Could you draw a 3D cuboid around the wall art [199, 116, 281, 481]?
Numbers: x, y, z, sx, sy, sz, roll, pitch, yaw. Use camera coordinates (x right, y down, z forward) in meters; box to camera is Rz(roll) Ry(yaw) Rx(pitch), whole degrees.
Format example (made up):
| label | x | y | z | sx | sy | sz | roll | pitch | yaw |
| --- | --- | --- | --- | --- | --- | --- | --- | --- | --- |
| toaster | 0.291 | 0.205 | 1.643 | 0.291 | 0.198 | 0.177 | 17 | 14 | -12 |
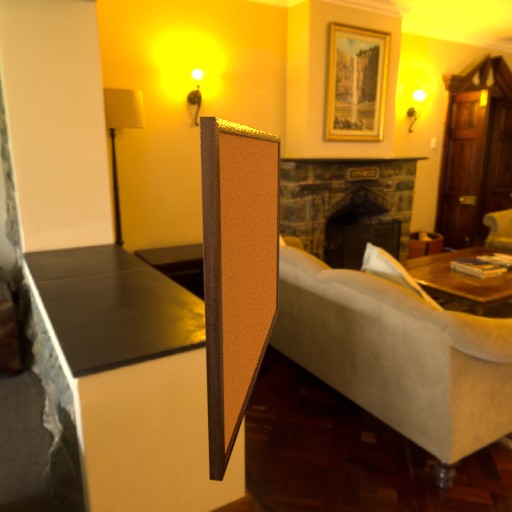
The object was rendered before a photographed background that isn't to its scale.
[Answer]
| label | x | y | z | sx | sy | sz | roll | pitch | yaw |
| --- | --- | --- | --- | --- | --- | --- | --- | --- | --- |
| wall art | 0.000 | 0.000 | 0.559 | 0.012 | 0.304 | 0.431 | 2 | 13 | 9 |
